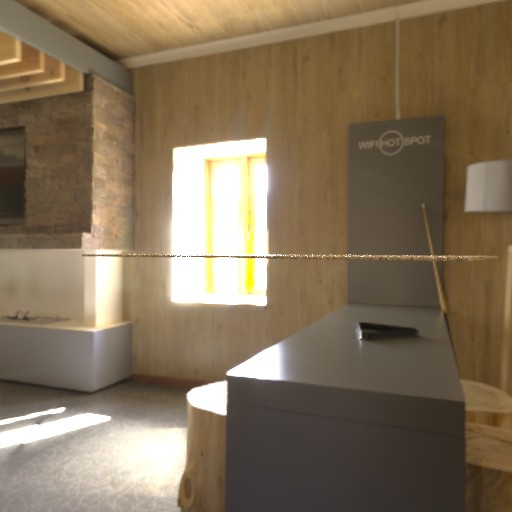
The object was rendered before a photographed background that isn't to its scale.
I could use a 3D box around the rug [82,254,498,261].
[{"bbox_3d":[0.000,0.000,2.463,2.290,0.014,0.700,1,1,36],"label":"rug"}]
